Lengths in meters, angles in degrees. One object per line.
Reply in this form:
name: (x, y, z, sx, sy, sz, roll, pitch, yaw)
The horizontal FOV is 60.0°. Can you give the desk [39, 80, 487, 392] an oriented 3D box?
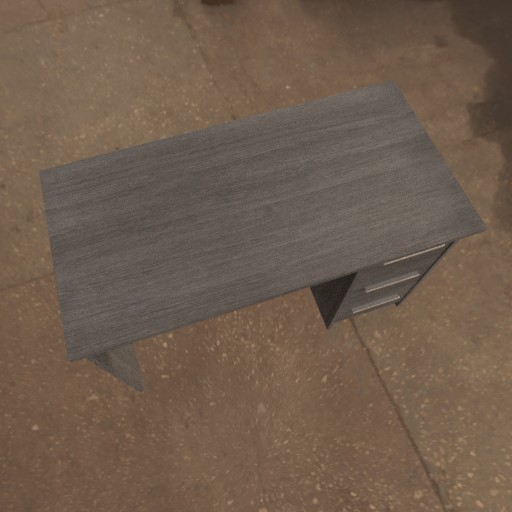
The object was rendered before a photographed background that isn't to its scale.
desk: (0.000, 0.000, 1.537, 1.097, 0.735, 0.560, -17, 66, -8)
